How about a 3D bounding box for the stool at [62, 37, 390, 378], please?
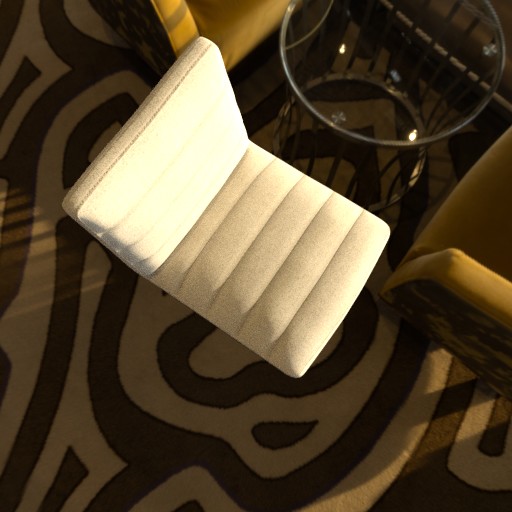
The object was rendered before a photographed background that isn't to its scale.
[{"bbox_3d":[0.000,0.000,1.258,0.567,0.971,0.459,33,78,8],"label":"stool"}]
